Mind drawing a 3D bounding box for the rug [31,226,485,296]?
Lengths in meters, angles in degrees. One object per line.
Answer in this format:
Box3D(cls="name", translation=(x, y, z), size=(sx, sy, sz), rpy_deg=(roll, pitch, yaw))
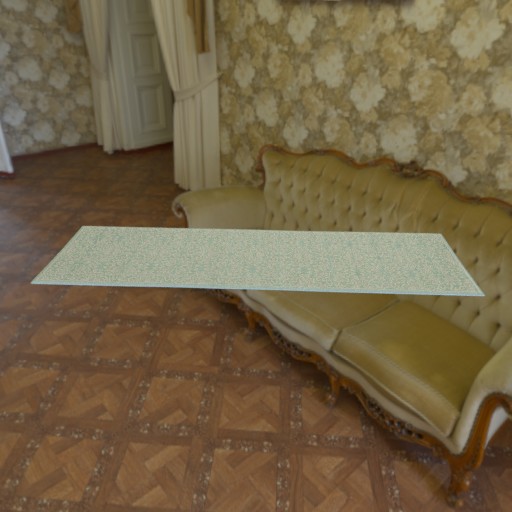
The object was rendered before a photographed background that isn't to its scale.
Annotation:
Box3D(cls="rug", translation=(0.000, 0.000, 2.426), size=(2.196, 0.011, 0.662), rpy_deg=(1, 29, 2))
